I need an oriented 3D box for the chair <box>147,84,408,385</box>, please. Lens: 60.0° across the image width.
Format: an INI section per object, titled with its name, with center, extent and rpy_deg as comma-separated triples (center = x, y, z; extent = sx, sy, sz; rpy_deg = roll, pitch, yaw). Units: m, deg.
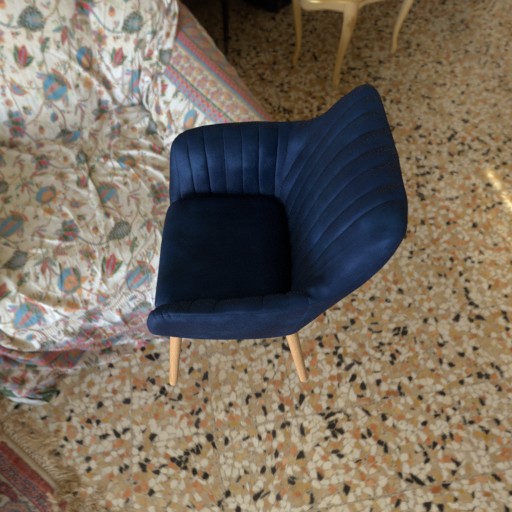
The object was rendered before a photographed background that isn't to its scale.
[chair]
center = 0.000, 0.000, 1.229
extent = 0.573, 0.826, 0.578
rpy_deg = -1, 57, 0
